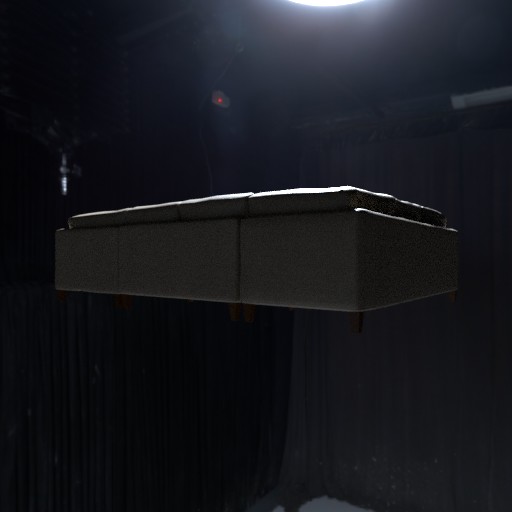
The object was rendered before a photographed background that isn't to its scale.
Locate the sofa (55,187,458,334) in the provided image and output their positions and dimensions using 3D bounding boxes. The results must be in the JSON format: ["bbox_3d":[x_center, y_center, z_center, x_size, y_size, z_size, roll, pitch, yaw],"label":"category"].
[{"bbox_3d":[0.000,0.000,4.676,3.460,0.961,2.594,0,0,37],"label":"sofa"}]
